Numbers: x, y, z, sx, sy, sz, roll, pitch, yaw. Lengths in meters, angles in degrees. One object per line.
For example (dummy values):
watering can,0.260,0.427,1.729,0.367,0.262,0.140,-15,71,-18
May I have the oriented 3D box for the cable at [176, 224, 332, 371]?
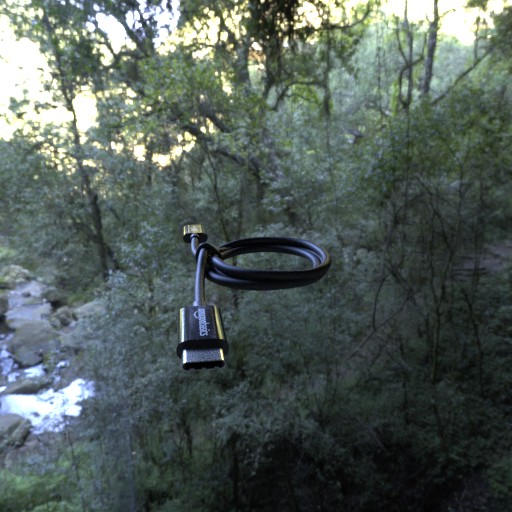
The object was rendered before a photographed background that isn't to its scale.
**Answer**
cable,0.000,0.000,0.205,0.070,0.014,0.186,-2,15,-9
